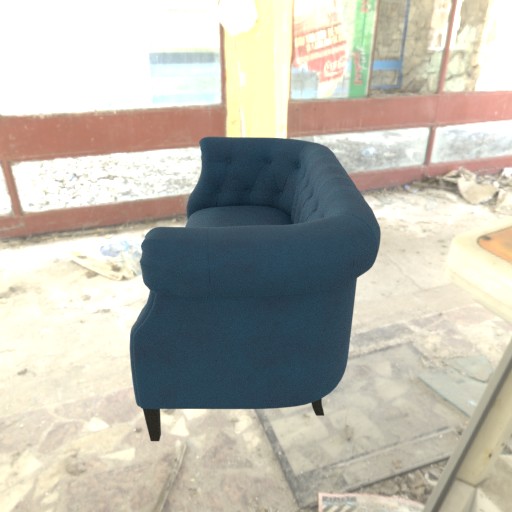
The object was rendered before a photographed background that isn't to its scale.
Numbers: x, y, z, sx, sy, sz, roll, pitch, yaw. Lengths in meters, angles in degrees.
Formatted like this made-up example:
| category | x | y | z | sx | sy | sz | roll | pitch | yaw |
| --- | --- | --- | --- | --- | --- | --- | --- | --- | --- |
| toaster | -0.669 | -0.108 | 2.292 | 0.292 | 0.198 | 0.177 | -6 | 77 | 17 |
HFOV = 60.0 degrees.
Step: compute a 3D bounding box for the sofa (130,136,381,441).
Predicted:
| category | x | y | z | sx | sy | sz | roll | pitch | yaw |
| --- | --- | --- | --- | --- | --- | --- | --- | --- | --- |
| sofa | 0.000 | 0.000 | 2.041 | 0.835 | 0.827 | 1.558 | 0 | 26 | 0 |
